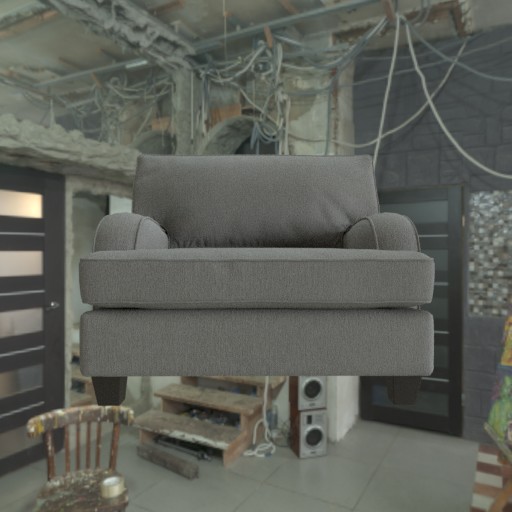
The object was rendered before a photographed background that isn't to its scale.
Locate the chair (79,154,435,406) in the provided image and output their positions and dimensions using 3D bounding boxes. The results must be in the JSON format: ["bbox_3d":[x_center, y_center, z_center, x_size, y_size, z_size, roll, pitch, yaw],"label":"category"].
[{"bbox_3d":[0.000,0.000,1.953,1.220,1.016,1.041,0,1,-1],"label":"chair"}]
